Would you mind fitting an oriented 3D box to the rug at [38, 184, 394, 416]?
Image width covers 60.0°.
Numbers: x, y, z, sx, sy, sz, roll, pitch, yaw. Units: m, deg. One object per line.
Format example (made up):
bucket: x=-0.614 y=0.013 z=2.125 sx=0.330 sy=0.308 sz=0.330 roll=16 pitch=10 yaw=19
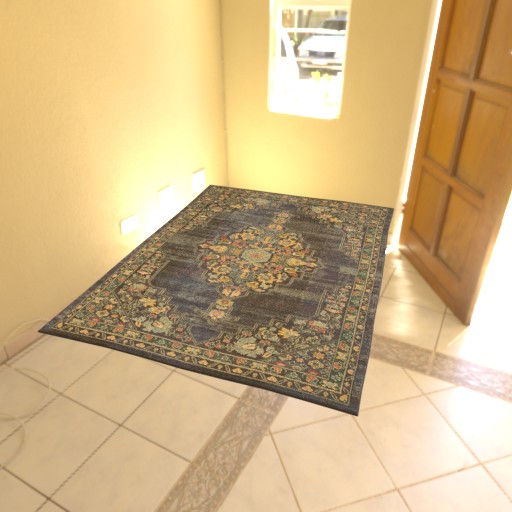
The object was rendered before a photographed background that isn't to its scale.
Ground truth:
rug: x=0.000 y=0.000 z=4.862 sx=2.716 sy=0.035 sz=3.612 roll=10 pitch=32 yaw=16
